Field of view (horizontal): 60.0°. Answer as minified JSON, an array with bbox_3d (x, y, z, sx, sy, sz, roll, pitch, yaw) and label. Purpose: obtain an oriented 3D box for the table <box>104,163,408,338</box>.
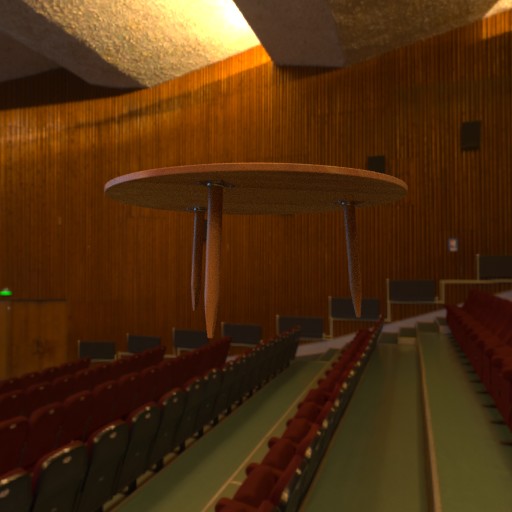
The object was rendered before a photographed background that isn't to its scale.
[{"bbox_3d":[0.000,0.000,1.389,0.900,0.400,0.900,0,-1,0],"label":"table"}]
